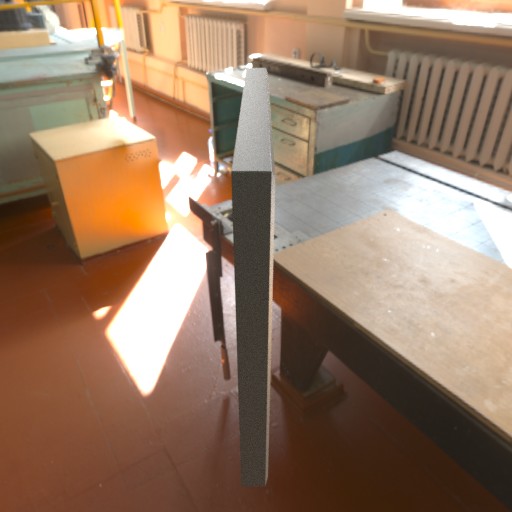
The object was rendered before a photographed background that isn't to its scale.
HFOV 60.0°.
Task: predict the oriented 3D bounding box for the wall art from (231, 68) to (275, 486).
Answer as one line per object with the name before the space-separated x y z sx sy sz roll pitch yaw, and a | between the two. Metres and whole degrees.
wall art | 0.000 0.000 0.515 0.028 0.349 0.349 0 33 0
